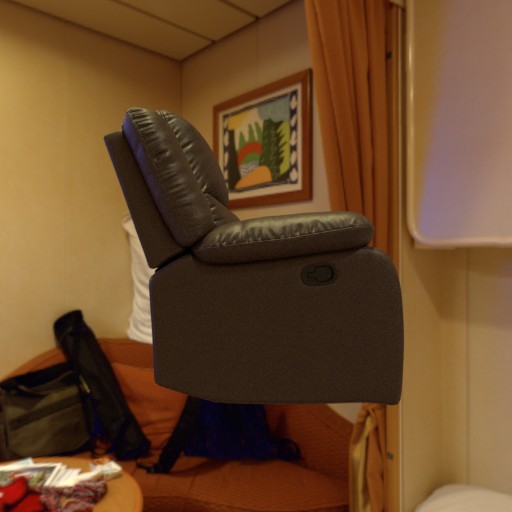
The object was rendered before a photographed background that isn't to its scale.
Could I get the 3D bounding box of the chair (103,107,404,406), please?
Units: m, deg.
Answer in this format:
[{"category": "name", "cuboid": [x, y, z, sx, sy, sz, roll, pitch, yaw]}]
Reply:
[{"category": "chair", "cuboid": [0.000, 0.000, 1.728, 0.934, 1.009, 0.899, 0, 0, 0]}]
